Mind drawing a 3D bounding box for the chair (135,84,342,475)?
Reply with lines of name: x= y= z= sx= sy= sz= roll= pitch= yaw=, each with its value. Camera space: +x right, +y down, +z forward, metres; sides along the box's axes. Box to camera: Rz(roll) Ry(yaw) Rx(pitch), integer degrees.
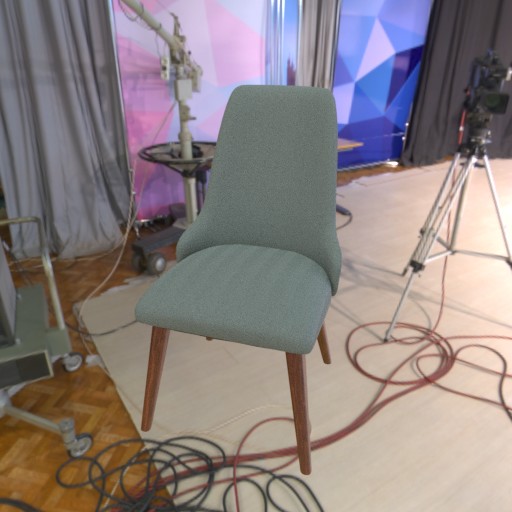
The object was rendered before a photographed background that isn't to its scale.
chair: x=0.000 y=0.000 z=1.359 sx=0.535 sy=0.918 sz=0.707 roll=8 pitch=28 yaw=16
